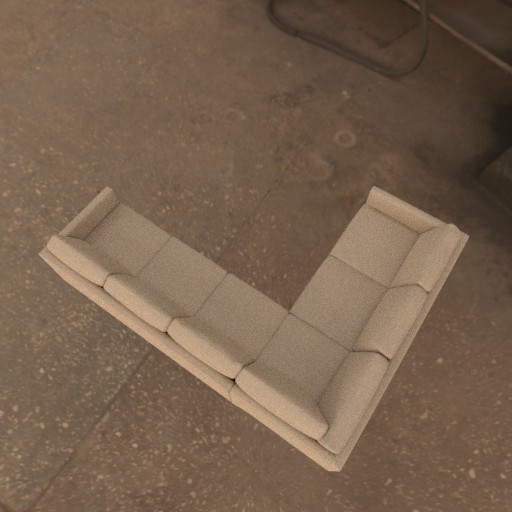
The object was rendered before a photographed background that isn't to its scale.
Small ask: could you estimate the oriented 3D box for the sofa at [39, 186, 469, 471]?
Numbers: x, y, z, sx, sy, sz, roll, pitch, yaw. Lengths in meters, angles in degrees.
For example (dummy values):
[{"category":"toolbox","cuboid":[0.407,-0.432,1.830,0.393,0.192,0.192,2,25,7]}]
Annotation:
[{"category":"sofa","cuboid":[0.000,0.000,4.303,3.182,0.863,2.432,32,68,14]}]
